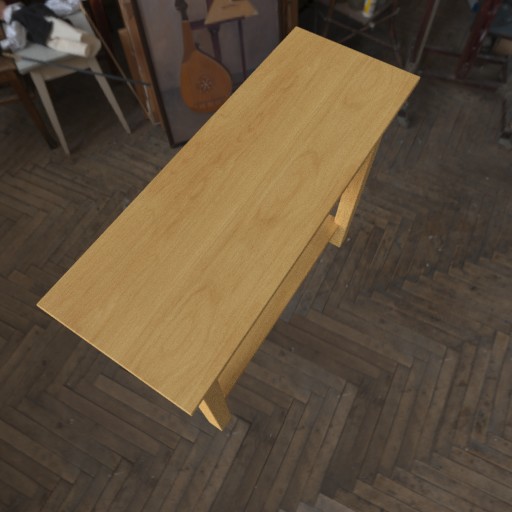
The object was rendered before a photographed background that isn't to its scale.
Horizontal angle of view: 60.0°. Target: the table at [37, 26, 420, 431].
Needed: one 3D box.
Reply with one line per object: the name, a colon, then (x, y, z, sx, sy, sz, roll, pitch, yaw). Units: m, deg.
table: (0.000, 0.000, 1.233, 0.340, 0.728, 0.900, 30, 66, 15)
